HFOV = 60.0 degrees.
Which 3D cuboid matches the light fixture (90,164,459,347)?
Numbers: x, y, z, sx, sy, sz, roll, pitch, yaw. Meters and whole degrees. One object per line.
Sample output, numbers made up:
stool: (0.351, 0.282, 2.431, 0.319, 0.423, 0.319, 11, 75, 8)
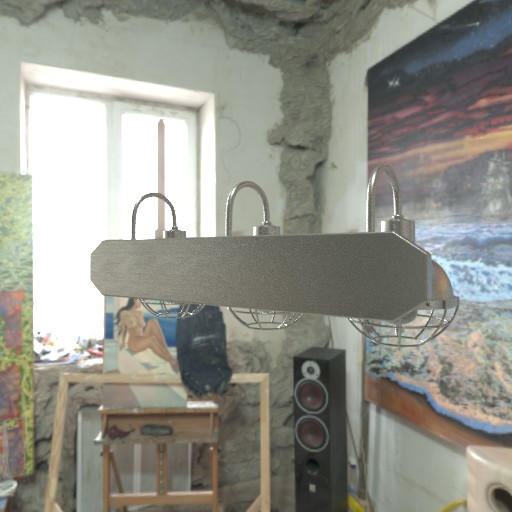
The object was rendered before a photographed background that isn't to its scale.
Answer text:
light fixture: (0.000, 0.000, 0.767, 0.634, 0.254, 0.229, 0, 0, 36)
